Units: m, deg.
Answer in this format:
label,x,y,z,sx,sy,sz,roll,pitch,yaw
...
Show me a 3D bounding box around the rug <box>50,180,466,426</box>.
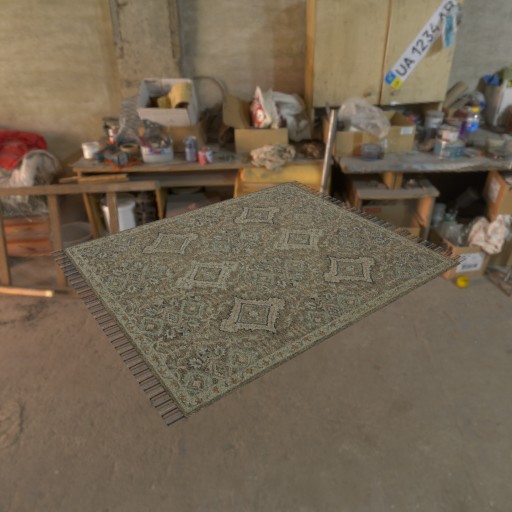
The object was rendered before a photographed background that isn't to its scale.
label,x,y,z,sx,sy,sz,roll,pitch,yaw
rug,0.000,0.000,4.147,3.056,0.010,2.437,-21,37,-31
